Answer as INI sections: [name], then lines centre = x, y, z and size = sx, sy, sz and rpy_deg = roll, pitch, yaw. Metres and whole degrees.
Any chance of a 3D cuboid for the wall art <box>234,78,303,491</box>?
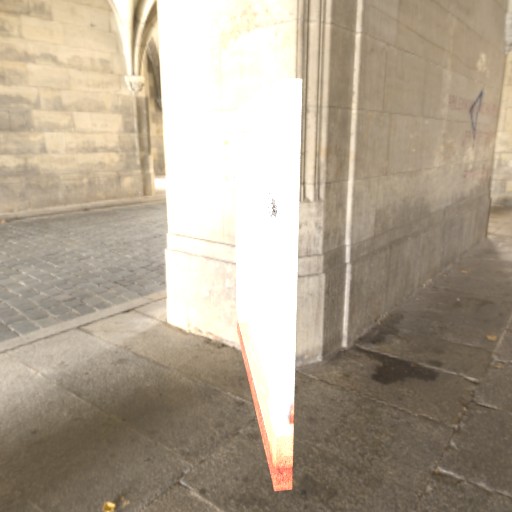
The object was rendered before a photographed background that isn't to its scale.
[wall art]
centre = 0.000, 0.000, 1.143
size = 0.042, 0.760, 0.760
rpy_deg = -2, 15, -8
